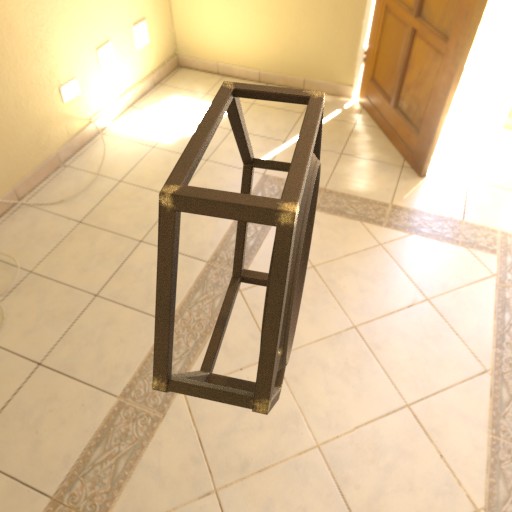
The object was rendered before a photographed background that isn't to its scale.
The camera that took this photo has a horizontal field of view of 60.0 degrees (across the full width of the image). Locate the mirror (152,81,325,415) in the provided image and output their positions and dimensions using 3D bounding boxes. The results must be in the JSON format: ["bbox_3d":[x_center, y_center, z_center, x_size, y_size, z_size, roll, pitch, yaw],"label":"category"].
[{"bbox_3d":[0.000,0.000,0.540,0.119,0.334,0.380,9,48,8],"label":"mirror"}]
